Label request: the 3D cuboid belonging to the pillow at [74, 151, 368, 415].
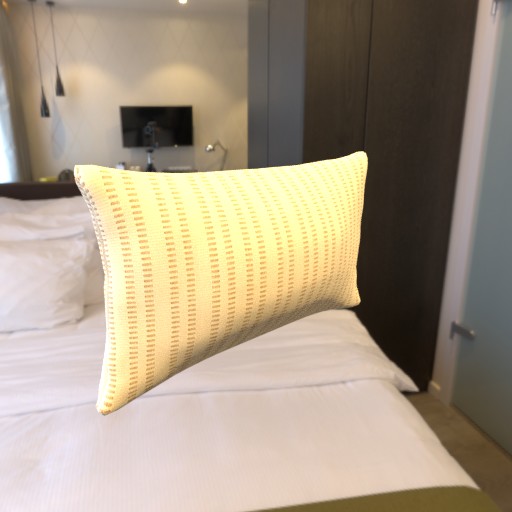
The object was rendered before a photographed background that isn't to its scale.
[{"bbox_3d":[0.000,0.000,0.803,0.640,0.353,0.210,-14,21,-41],"label":"pillow"}]
